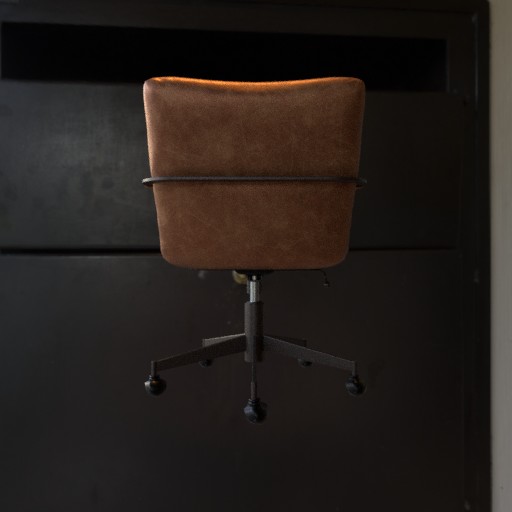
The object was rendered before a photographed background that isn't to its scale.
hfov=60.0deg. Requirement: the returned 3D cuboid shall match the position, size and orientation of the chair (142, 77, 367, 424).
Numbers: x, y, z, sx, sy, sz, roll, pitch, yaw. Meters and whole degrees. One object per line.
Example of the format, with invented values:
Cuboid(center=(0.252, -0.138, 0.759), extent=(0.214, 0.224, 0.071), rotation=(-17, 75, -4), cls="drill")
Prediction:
Cuboid(center=(0.000, 0.000, 1.489), extent=(0.727, 0.922, 0.754), rotation=(0, 0, 0), cls="chair")
